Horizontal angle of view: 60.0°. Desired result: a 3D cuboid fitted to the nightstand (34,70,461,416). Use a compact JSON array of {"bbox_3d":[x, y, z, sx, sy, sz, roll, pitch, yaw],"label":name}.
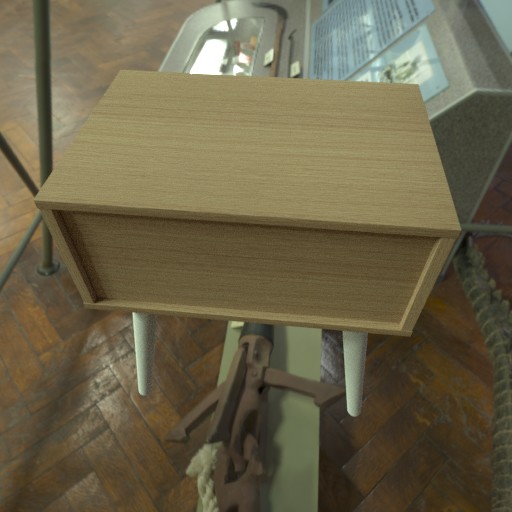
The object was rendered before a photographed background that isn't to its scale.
[{"bbox_3d":[0.000,0.000,0.948,0.571,0.610,0.407,4,48,4],"label":"nightstand"}]
